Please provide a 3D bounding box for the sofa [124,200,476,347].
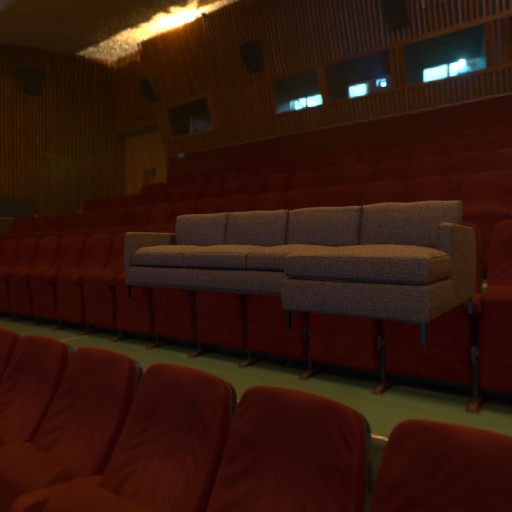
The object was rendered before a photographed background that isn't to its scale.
[{"bbox_3d":[0.000,0.000,3.769,3.221,0.892,1.483,1,1,35],"label":"sofa"}]
